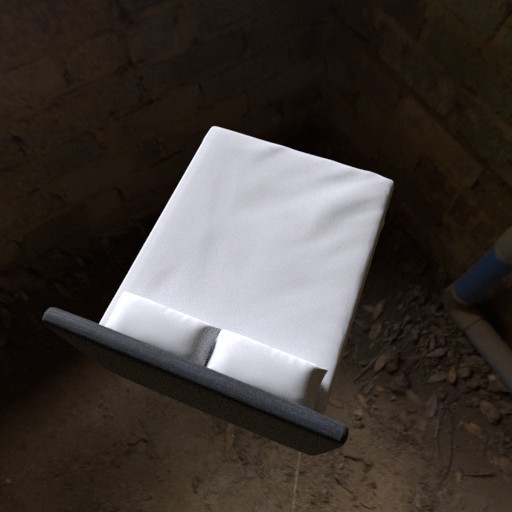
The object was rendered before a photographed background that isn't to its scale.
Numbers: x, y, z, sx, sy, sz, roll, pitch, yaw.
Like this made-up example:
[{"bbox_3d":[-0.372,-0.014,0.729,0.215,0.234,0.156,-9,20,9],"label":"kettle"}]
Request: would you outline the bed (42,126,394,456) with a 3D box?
[{"bbox_3d":[0.000,0.000,3.173,1.723,1.330,2.142,19,65,9],"label":"bed"}]
